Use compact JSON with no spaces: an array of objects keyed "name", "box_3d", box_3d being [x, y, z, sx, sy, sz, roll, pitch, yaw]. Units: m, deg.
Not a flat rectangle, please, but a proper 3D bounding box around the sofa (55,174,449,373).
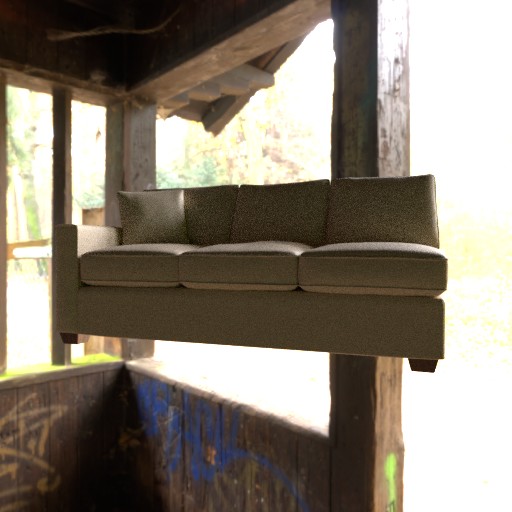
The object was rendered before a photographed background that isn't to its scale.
[{"name":"sofa","box_3d":[0.000,0.000,2.526,1.962,0.946,1.034,0,1,18]}]
